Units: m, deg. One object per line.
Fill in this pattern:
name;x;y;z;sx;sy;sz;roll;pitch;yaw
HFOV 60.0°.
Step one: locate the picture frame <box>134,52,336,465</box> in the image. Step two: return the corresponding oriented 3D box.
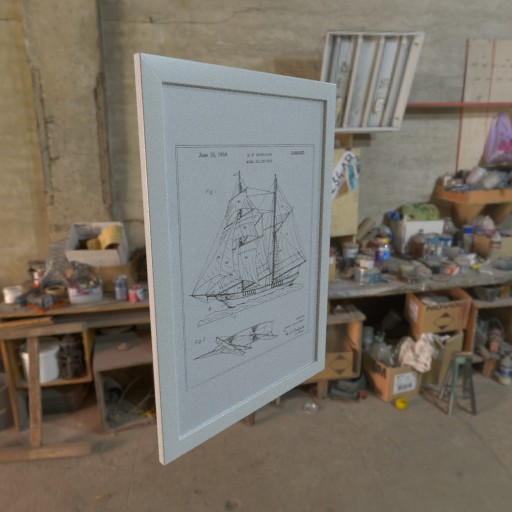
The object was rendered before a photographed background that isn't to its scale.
picture frame;0.000;0.000;0.688;0.012;0.534;0.381;14;20;42
